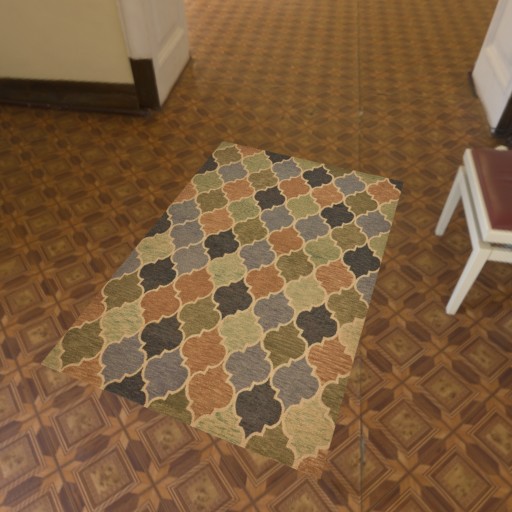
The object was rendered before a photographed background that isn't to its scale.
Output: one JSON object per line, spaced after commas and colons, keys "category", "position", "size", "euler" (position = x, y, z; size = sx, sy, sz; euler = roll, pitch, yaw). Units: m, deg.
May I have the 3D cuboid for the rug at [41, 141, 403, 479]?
{"category": "rug", "position": [0.000, 0.000, 2.863], "size": [1.521, 0.006, 2.284], "euler": [16, 49, 15]}
